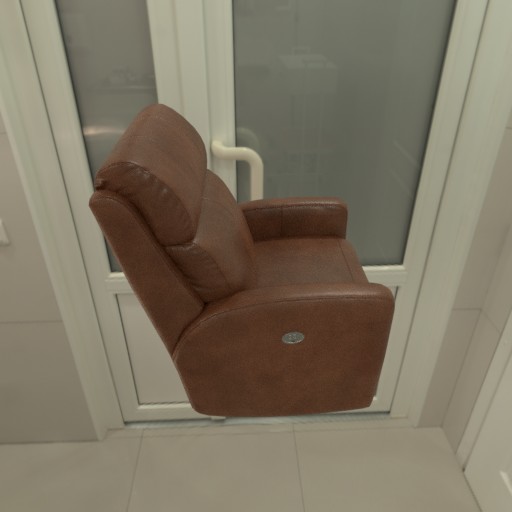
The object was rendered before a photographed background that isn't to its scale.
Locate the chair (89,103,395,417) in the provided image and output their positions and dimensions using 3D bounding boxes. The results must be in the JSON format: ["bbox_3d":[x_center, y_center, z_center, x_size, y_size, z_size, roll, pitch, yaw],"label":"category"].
[{"bbox_3d":[0.000,0.000,1.710,0.939,1.016,0.787,-1,32,-2],"label":"chair"}]
